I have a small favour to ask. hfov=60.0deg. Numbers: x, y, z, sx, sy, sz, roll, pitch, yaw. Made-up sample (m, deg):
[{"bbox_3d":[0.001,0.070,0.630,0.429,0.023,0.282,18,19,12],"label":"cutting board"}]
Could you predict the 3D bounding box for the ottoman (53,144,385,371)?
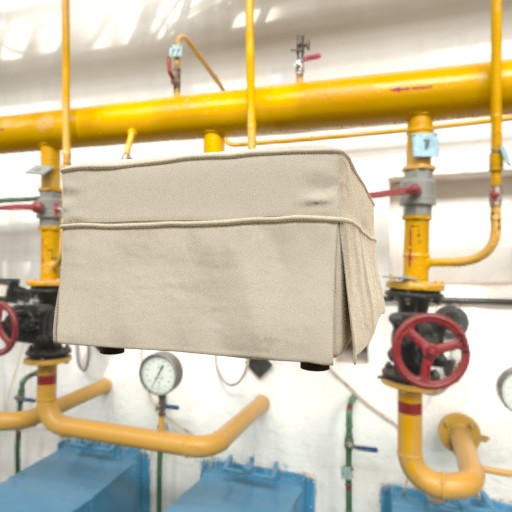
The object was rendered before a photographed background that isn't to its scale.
[{"bbox_3d":[0.000,0.000,1.324,0.703,0.479,0.944,0,-1,19],"label":"ottoman"}]
